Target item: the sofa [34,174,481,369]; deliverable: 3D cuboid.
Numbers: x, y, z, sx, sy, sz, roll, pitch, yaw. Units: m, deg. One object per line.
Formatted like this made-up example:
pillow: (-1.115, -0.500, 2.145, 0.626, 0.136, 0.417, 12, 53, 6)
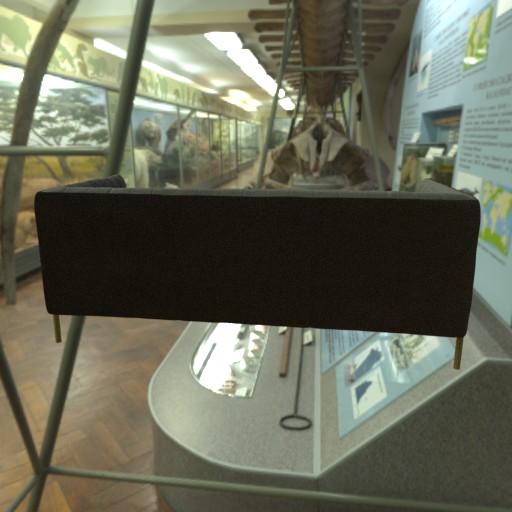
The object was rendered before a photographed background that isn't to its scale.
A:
sofa: (0.000, 0.000, 2.346, 1.980, 0.780, 0.876, 2, 15, 8)
